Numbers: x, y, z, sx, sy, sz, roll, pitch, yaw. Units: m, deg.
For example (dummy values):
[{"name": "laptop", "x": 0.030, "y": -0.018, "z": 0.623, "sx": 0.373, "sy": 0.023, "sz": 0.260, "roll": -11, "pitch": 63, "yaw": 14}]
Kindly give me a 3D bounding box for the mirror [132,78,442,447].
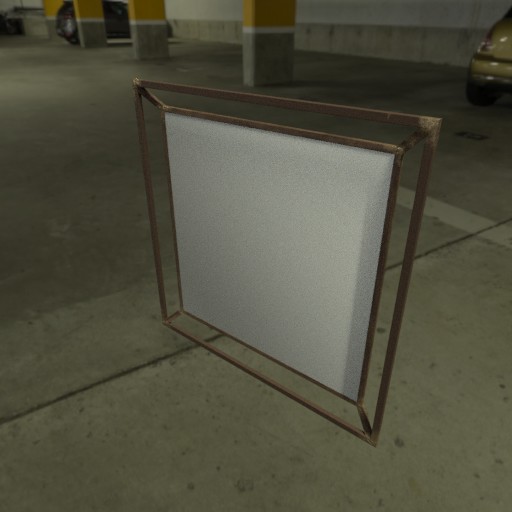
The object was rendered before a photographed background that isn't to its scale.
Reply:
[{"name": "mirror", "x": 0.000, "y": 0.000, "z": 0.875, "sx": 0.610, "sy": 0.610, "sz": 0.032, "roll": 21, "pitch": 35, "yaw": 33}]
